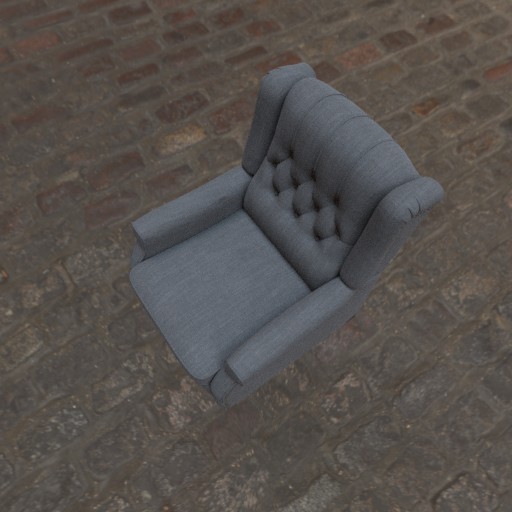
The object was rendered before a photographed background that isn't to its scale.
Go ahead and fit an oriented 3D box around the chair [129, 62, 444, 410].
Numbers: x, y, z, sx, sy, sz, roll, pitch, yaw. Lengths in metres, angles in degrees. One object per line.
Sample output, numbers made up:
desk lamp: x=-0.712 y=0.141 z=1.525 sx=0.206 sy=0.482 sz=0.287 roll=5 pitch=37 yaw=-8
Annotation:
chair: x=0.000 y=0.000 z=1.683 sx=0.898 sy=1.035 sz=0.742 roll=-33 pitch=68 yaw=-15
